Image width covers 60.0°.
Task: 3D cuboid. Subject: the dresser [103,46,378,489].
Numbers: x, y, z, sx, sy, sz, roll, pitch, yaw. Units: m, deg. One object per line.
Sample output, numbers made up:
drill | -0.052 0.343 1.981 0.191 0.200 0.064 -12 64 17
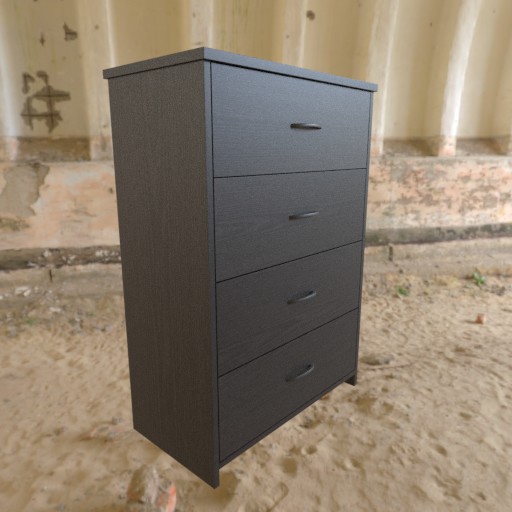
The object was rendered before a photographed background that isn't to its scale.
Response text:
dresser | 0.000 0.000 1.351 0.399 1.020 0.704 12 18 41
